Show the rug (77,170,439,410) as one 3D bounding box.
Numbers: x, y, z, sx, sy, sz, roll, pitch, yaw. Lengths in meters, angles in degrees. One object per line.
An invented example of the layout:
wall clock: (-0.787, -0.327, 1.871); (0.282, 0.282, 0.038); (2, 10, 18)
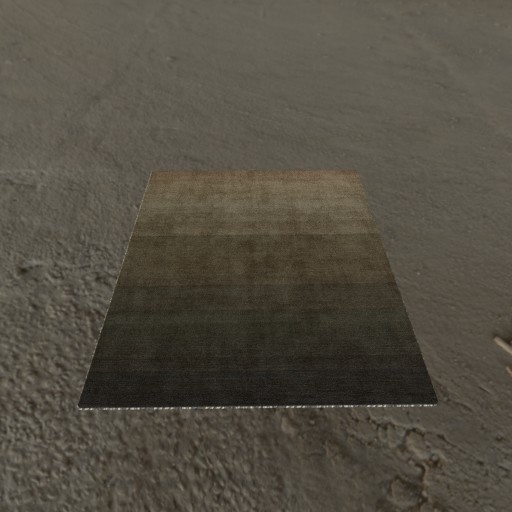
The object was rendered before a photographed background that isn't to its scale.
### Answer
rug: (0.000, 0.000, 3.887); (2.306, 0.017, 2.902); (0, 41, -1)
